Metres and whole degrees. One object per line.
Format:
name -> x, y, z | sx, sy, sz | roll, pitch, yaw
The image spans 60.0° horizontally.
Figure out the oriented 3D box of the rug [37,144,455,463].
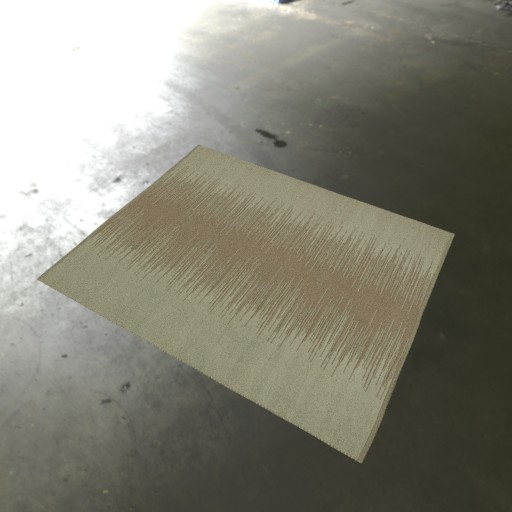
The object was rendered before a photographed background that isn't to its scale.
rug -> 0.000, 0.000, 4.080 | 3.048, 0.013, 2.438 | 23, 51, 20
